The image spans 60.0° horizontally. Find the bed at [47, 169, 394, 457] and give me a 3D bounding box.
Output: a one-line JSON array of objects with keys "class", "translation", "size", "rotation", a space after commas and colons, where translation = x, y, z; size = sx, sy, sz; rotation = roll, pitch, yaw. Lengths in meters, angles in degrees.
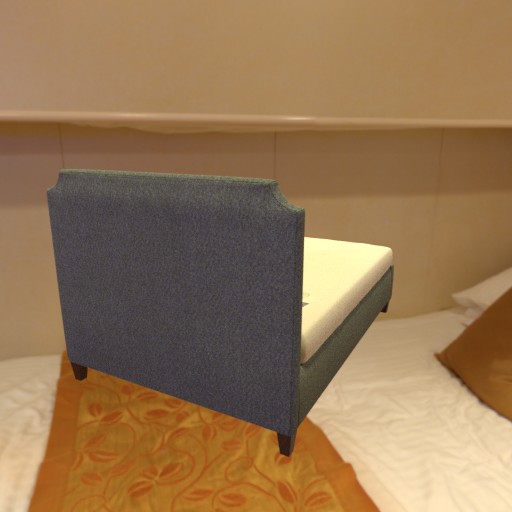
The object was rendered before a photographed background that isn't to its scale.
[{"class": "bed", "translation": [0.000, 0.000, 3.472], "size": [1.712, 1.443, 2.372], "rotation": [8, 17, 27]}]
